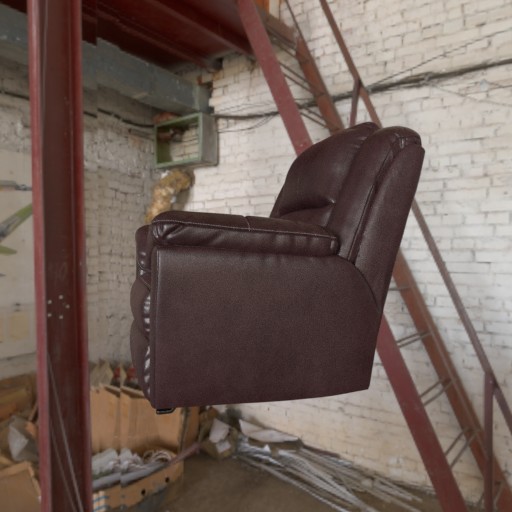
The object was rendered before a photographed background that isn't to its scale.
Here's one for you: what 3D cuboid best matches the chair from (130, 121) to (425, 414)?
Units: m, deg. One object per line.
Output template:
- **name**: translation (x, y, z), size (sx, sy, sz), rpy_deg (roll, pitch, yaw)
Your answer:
- **chair**: translation (0.000, 0.000, 1.907), size (1.041, 1.093, 0.990), rpy_deg (0, 1, -18)
